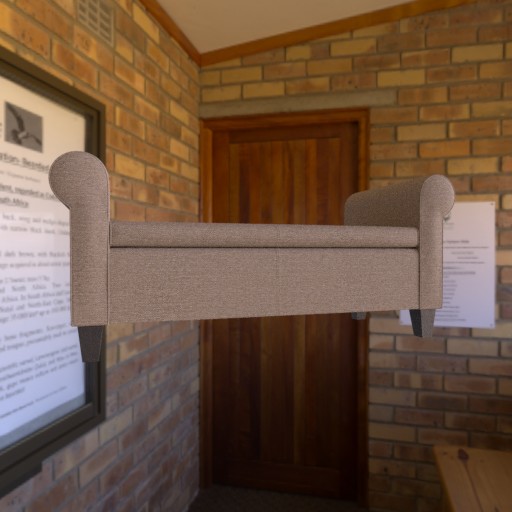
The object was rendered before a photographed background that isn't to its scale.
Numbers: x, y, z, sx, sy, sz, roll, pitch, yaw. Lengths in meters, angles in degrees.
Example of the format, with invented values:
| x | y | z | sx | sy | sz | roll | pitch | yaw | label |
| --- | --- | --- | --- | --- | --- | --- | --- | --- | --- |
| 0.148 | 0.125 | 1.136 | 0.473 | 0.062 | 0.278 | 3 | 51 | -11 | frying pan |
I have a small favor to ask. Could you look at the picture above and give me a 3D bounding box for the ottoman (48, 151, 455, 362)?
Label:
| x | y | z | sx | sy | sz | roll | pitch | yaw | label |
| --- | --- | --- | --- | --- | --- | --- | --- | --- | --- |
| 0.000 | 0.000 | 1.542 | 1.256 | 0.547 | 0.521 | 0 | 1 | -18 | ottoman |
